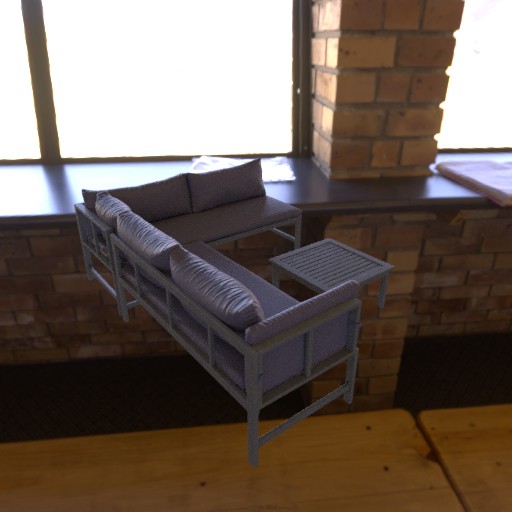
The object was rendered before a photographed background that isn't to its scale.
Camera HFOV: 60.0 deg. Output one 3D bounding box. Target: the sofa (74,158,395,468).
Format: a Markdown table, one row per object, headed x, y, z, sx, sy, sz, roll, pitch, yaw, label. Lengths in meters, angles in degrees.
| x | y | z | sx | sy | sz | roll | pitch | yaw | label |
| --- | --- | --- | --- | --- | --- | --- | --- | --- | --- |
| 0.000 | 0.000 | 2.992 | 1.658 | 0.762 | 2.149 | -19 | 32 | -33 | sofa |
